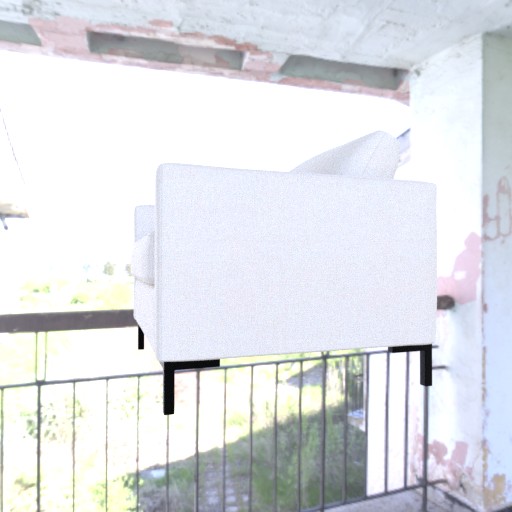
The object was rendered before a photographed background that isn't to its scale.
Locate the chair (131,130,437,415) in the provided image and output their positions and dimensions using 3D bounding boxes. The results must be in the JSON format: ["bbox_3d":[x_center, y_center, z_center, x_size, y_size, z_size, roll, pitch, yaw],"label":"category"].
[{"bbox_3d":[0.000,0.000,1.654,0.875,0.806,0.964,0,-1,-19],"label":"chair"}]
